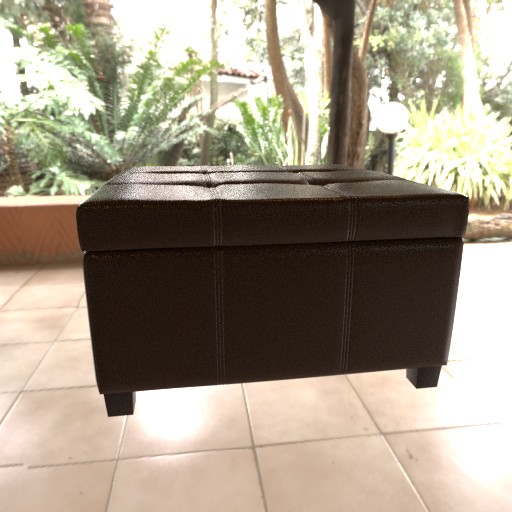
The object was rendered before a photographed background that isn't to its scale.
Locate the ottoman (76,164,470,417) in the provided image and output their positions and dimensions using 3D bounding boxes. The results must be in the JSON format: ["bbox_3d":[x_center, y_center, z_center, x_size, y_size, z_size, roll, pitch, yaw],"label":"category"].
[{"bbox_3d":[0.000,0.000,1.271,0.788,0.460,0.787,-2,16,-8],"label":"ottoman"}]
